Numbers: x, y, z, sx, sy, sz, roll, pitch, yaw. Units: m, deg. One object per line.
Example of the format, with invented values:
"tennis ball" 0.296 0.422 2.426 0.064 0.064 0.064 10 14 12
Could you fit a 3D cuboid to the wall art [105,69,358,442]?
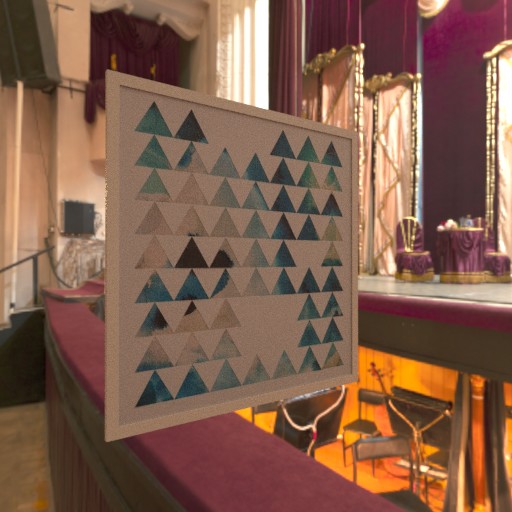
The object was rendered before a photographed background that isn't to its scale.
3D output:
"wall art" 0.000 0.000 1.205 0.809 0.809 0.012 0 0 -36
